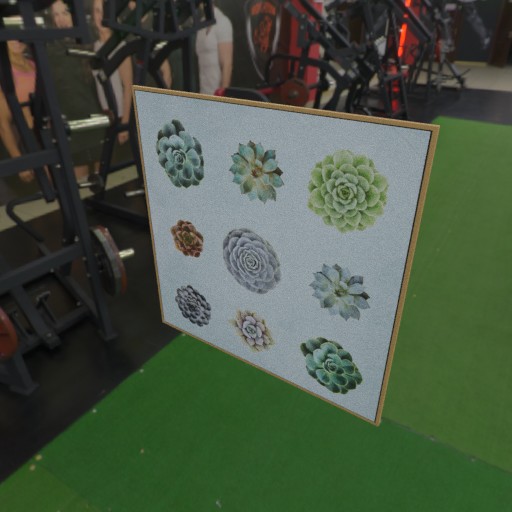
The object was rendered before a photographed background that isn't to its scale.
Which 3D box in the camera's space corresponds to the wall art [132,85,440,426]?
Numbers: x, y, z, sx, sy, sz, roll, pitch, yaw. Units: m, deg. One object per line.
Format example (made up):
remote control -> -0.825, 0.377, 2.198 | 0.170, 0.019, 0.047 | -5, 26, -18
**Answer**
wall art -> 0.000, 0.000, 1.435 | 0.962, 0.959, 0.013 | 19, 35, 29
